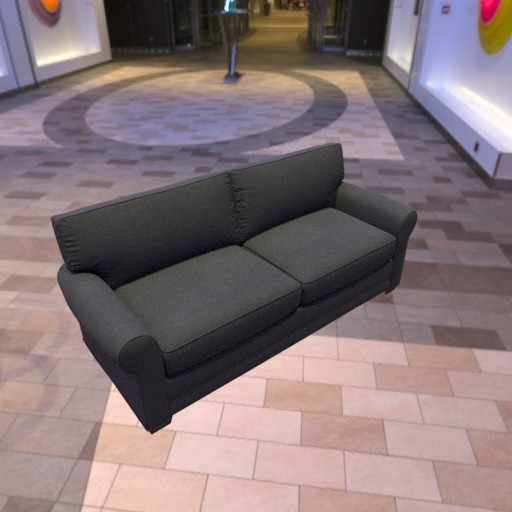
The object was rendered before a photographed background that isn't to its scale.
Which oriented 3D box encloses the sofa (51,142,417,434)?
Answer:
[{"bbox_3d":[0.000,0.000,2.972,2.391,1.026,0.954,-22,37,-33],"label":"sofa"}]
